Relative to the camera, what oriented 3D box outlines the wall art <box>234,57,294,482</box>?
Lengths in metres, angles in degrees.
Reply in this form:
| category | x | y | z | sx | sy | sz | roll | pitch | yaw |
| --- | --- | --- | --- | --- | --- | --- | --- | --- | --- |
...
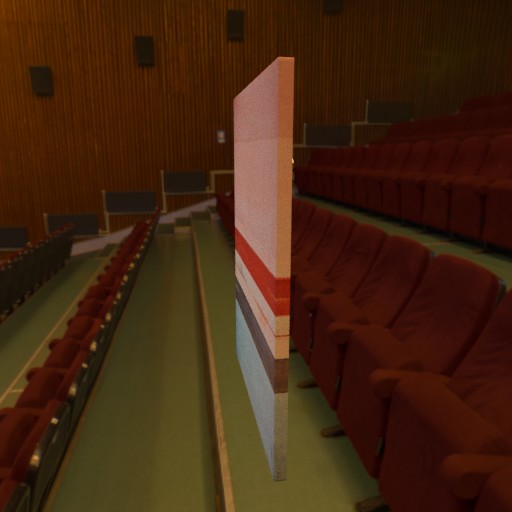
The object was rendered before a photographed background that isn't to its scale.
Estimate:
| category | x | y | z | sx | sy | sz | roll | pitch | yaw |
| --- | --- | --- | --- | --- | --- | --- | --- | --- | --- |
| wall art | 0.000 | 0.000 | 1.393 | 0.039 | 1.016 | 0.761 | -2 | 13 | -9 |
